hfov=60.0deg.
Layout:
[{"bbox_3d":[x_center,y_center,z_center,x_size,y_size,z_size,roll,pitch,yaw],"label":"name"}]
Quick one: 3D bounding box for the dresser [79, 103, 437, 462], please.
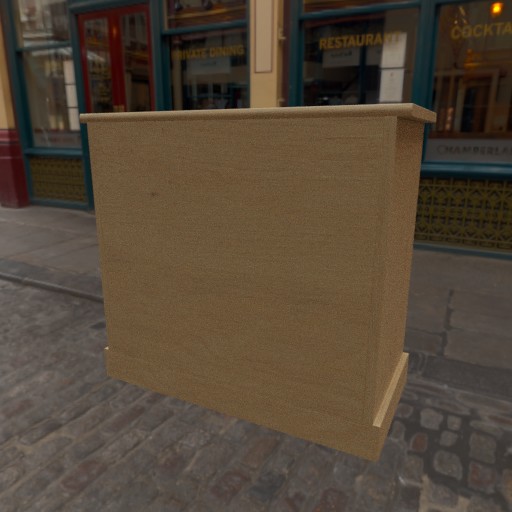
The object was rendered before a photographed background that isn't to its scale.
[{"bbox_3d":[0.000,0.000,1.365,0.915,0.835,0.440,8,17,26],"label":"dresser"}]
